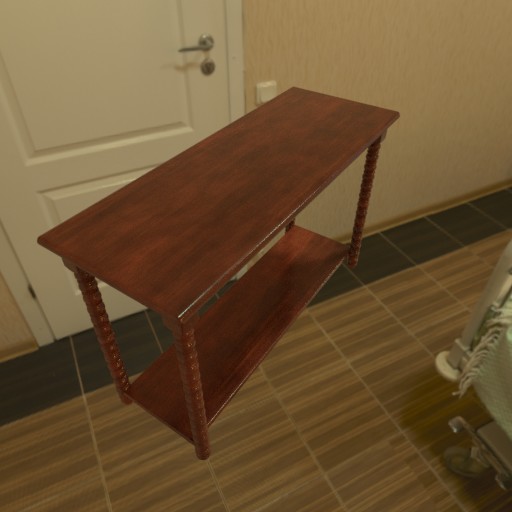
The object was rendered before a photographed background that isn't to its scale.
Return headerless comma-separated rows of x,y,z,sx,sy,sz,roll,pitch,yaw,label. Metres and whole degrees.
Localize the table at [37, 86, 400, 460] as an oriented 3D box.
0.000,0.000,1.555,0.459,0.740,1.184,24,46,25,table
